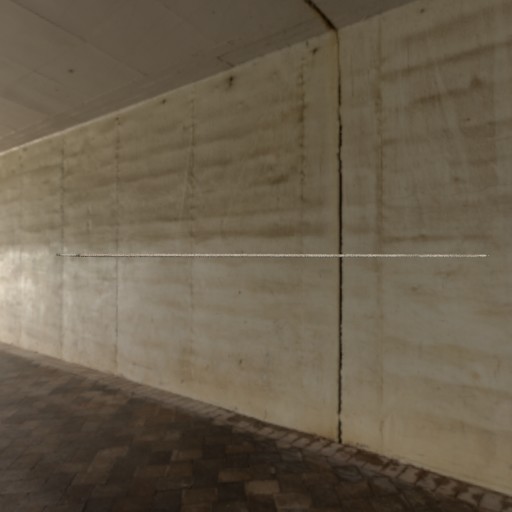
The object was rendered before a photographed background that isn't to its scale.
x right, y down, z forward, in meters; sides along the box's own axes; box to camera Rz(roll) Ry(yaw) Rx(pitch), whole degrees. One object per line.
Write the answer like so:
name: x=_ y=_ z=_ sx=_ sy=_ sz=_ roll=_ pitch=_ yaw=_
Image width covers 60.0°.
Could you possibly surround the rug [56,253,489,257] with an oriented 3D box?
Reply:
rug: x=0.000 y=0.000 z=2.253 sx=1.726 sy=0.009 sz=1.278 roll=0 pitch=0 yaw=-18
